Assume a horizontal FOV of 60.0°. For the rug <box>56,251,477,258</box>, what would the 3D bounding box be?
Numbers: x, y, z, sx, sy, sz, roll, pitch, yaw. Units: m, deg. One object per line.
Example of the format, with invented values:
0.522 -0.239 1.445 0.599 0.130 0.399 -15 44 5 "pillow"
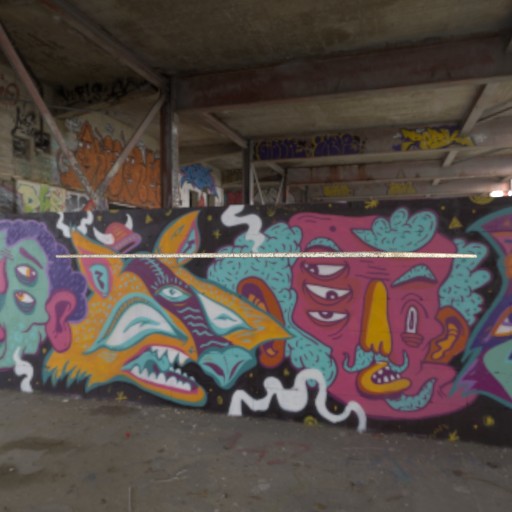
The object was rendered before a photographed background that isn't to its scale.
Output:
0.000 0.000 3.028 2.469 0.024 1.539 0 0 37 "rug"
